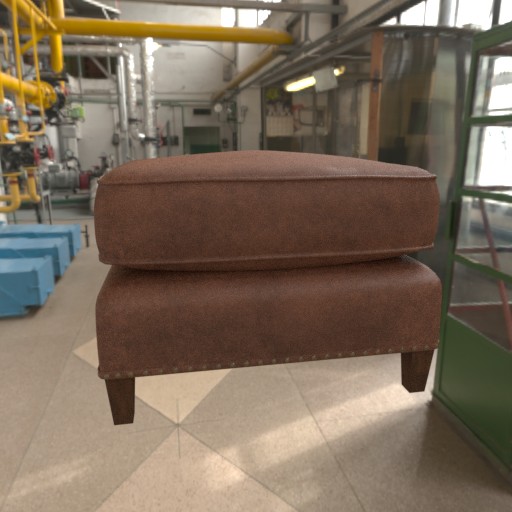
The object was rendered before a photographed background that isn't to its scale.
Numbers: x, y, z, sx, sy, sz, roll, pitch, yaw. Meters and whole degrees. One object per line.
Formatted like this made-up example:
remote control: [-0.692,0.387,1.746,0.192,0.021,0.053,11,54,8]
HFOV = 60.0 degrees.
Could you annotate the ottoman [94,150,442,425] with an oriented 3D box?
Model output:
ottoman: [0.000,0.000,1.156,0.738,0.537,0.589,-3,15,-10]
